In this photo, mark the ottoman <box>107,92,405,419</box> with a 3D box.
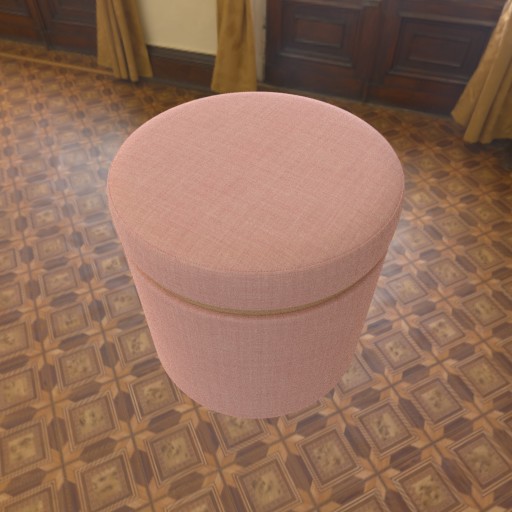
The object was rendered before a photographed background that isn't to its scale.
[{"bbox_3d":[0.000,0.000,0.737,0.400,0.406,0.400,0,48,0],"label":"ottoman"}]
